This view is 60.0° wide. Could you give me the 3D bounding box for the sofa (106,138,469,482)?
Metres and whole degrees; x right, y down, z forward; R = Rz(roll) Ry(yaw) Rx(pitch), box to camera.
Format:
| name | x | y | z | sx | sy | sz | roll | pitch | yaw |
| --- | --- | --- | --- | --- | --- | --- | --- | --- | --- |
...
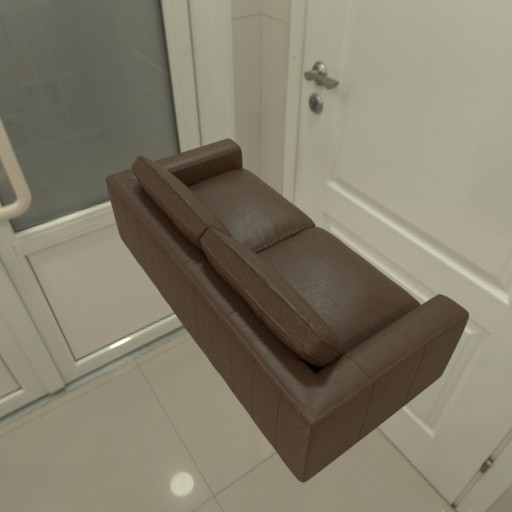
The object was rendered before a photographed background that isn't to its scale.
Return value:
| name | x | y | z | sx | sy | sz | roll | pitch | yaw |
| --- | --- | --- | --- | --- | --- | --- | --- | --- | --- |
| sofa | 0.000 | 0.000 | 2.759 | 1.070 | 0.801 | 2.262 | -25 | 48 | -25 |
